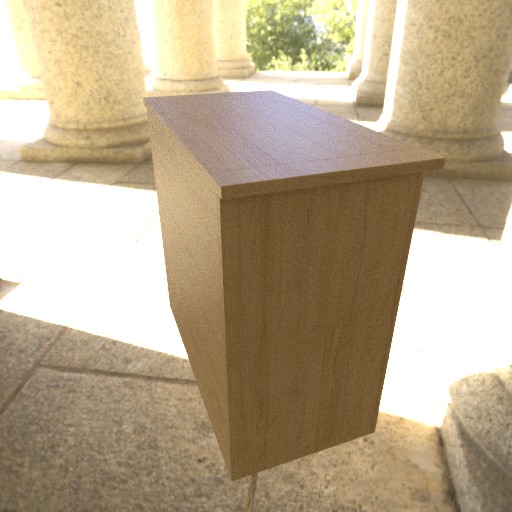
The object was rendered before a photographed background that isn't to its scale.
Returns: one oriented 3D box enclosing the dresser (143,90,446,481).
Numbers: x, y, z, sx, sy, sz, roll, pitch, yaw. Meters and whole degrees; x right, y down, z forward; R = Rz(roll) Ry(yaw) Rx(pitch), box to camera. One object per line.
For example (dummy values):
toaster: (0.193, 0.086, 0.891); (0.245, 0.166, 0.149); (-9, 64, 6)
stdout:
dresser: (0.000, 0.000, 1.216); (0.410, 0.730, 0.800); (-10, 31, -18)
